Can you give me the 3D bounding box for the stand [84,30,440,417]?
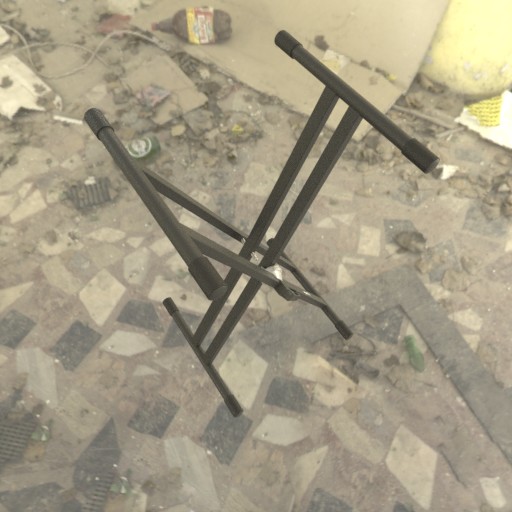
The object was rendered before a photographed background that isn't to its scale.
[{"bbox_3d":[0.000,0.000,1.224,0.503,0.900,0.495,-30,63,-17],"label":"stand"}]
